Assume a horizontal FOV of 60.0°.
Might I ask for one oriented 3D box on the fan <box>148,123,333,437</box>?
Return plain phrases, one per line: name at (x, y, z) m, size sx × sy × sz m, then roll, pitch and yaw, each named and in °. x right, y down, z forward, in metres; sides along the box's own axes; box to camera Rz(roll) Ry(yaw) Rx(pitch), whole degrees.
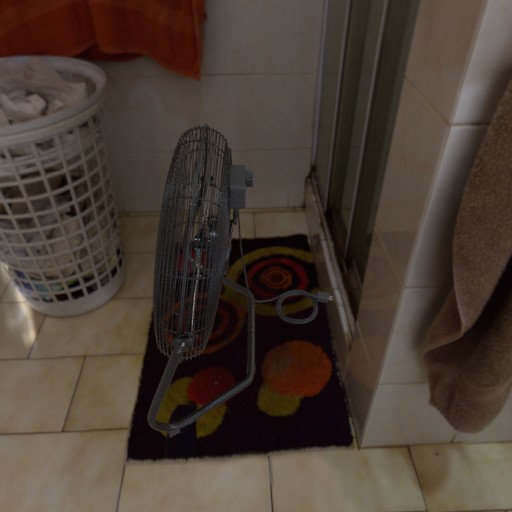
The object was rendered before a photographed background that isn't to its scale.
fan at (0.000, 0.000, 0.945) m, size 0.424 × 0.546 × 0.555 m, roll 0°, pitch 41°, yaw 0°
